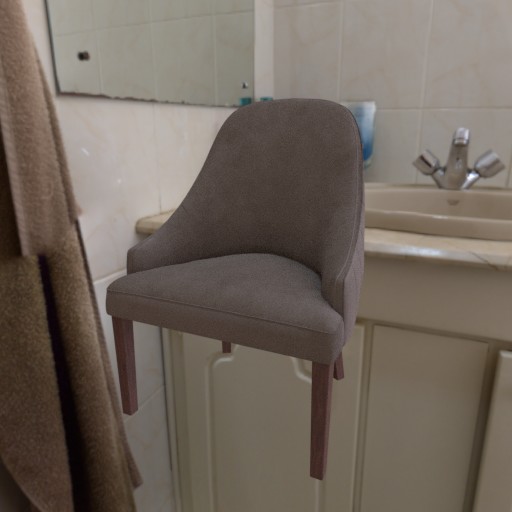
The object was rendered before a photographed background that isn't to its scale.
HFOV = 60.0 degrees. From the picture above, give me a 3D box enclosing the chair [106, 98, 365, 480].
[{"bbox_3d":[0.000,0.000,1.279,0.643,0.889,0.575,7,18,24],"label":"chair"}]
